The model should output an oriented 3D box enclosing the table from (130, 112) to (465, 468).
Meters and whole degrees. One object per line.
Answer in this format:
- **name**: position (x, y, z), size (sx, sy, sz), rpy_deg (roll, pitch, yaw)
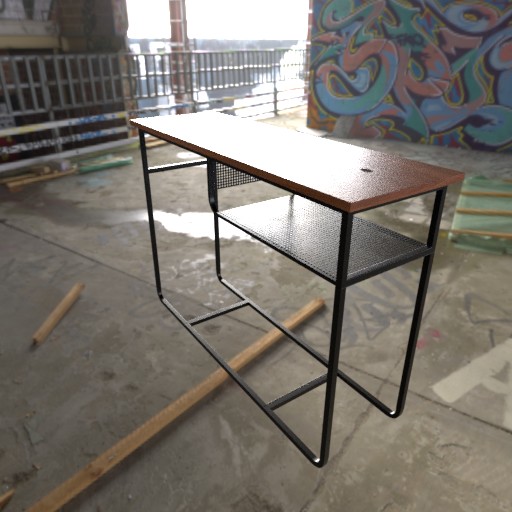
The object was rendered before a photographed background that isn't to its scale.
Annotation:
- **table**: position (0.000, 0.000, 1.448), size (0.350, 0.750, 1.100), rpy_deg (-17, 31, -31)
